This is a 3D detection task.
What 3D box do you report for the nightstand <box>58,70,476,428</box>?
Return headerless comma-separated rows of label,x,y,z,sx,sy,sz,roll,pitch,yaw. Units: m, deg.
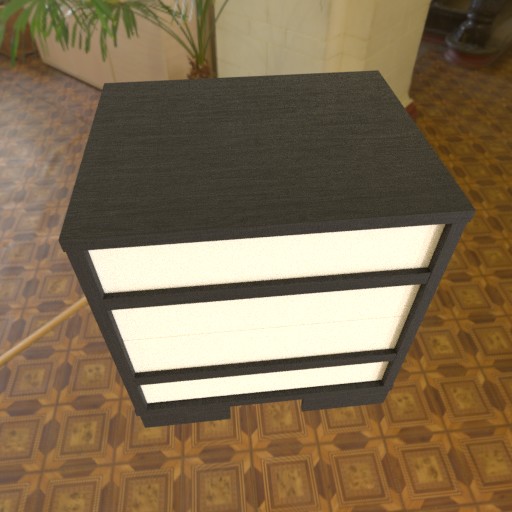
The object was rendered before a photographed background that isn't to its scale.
nightstand,0.000,0.000,0.729,0.427,0.448,0.347,-4,46,-4
